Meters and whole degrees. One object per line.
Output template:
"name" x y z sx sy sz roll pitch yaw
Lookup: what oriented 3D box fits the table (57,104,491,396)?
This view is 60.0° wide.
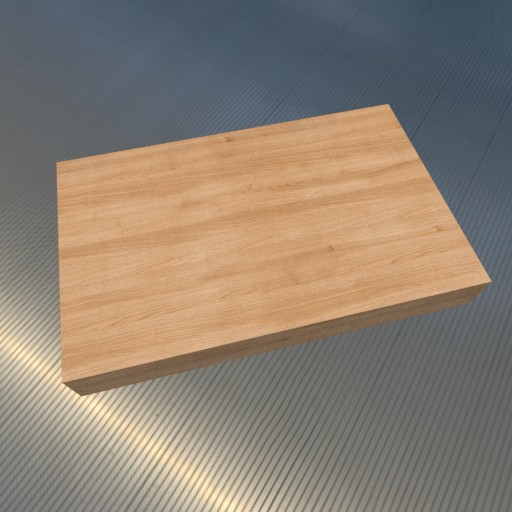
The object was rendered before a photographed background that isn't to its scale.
"table" 0.000 0.000 1.456 1.100 0.440 0.700 -12 60 -7
